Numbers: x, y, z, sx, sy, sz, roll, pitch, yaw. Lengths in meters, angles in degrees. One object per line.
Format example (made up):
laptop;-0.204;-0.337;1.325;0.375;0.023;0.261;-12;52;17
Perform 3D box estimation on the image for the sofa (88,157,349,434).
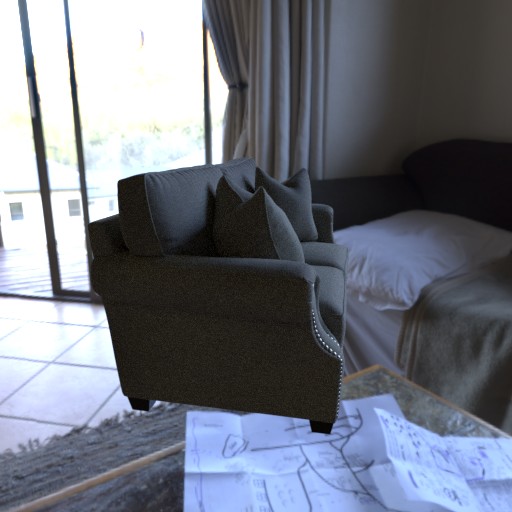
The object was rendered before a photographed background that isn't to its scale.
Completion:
sofa;0.000;0.000;2.340;0.966;0.966;1.701;3;15;12
